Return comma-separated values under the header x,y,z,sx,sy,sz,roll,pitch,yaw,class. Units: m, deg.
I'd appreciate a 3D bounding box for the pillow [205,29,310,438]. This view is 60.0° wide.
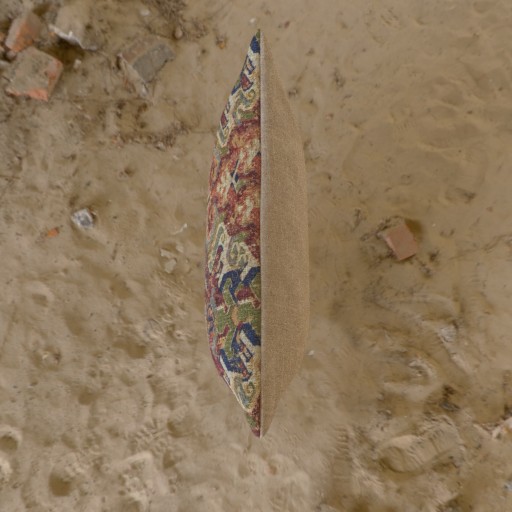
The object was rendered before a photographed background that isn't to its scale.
x,y,z,sx,sy,sz,roll,pitch,yaw,class
0.000,0.000,0.776,0.166,0.506,0.523,0,76,0,pillow
